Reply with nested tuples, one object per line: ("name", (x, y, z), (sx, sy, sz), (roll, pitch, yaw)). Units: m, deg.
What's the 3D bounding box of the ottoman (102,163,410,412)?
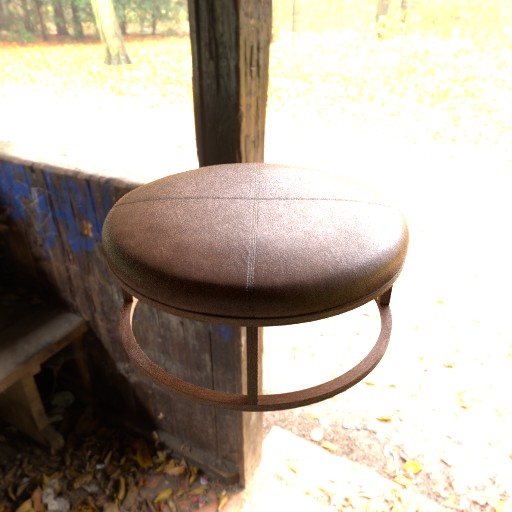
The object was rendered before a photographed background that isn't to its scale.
("ottoman", (0.000, 0.000, 1.575), (1.006, 0.445, 1.006), (0, 30, 0))
